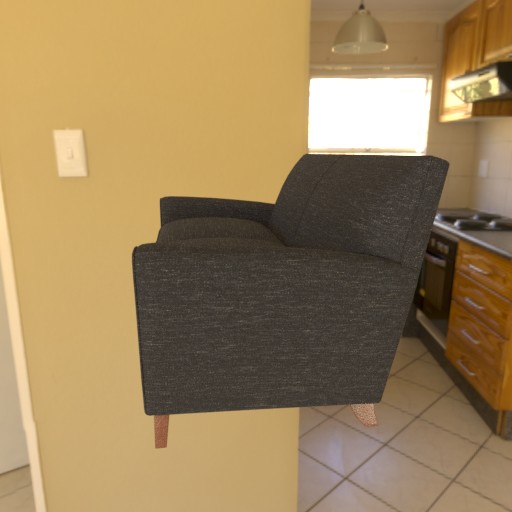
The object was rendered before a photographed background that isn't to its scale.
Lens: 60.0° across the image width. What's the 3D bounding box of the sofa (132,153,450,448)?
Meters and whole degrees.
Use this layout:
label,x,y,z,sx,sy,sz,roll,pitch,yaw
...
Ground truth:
label,x,y,z,sx,sy,sz,roll,pitch,yaw
sofa,0.000,0.000,1.893,0.875,0.846,1.420,-2,13,-9
